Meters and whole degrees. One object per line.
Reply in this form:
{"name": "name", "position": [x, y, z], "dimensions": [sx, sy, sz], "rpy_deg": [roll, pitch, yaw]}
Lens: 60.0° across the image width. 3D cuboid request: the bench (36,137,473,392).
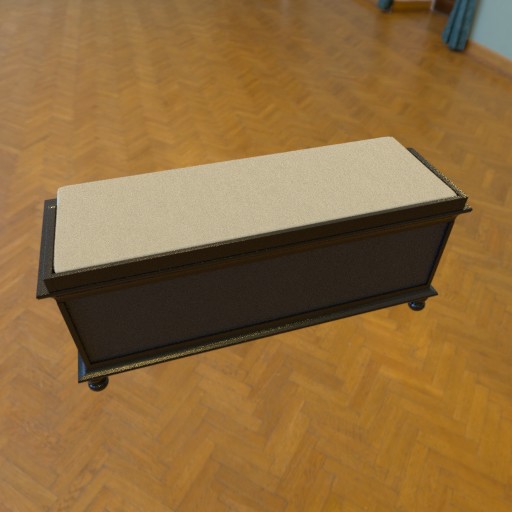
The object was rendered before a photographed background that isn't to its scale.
{"name": "bench", "position": [0.000, 0.000, 1.428], "dimensions": [1.185, 0.501, 0.402], "rpy_deg": [-11, 44, -12]}
